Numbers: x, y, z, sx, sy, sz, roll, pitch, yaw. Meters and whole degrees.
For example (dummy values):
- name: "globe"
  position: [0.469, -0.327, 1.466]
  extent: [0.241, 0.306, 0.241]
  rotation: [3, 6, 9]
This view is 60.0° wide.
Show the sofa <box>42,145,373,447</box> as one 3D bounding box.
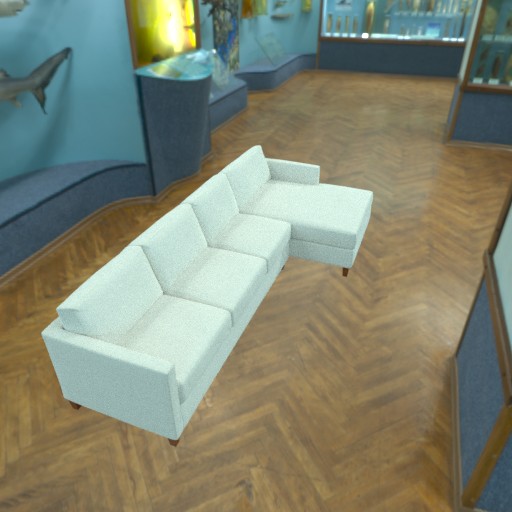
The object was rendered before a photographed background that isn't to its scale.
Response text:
- name: "sofa"
  position: [0.000, 0.000, 4.031]
  extent: [1.606, 0.954, 3.471]
  rotation: [12, 34, 18]
